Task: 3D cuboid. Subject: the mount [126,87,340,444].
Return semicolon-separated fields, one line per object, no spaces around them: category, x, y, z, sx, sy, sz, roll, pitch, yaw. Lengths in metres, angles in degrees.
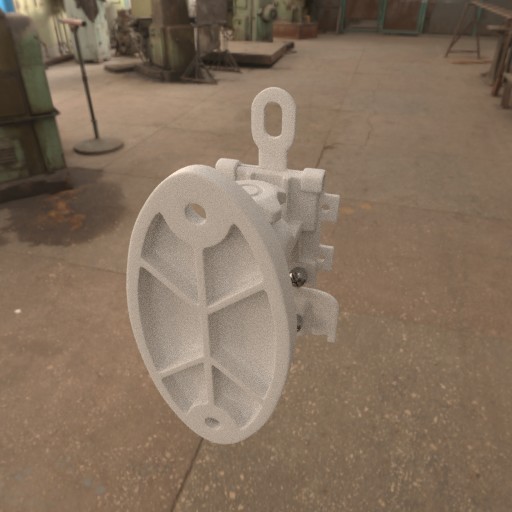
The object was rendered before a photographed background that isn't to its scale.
mount;0.000;0.000;0.175;0.066;0.118;0.100;10;34;15
